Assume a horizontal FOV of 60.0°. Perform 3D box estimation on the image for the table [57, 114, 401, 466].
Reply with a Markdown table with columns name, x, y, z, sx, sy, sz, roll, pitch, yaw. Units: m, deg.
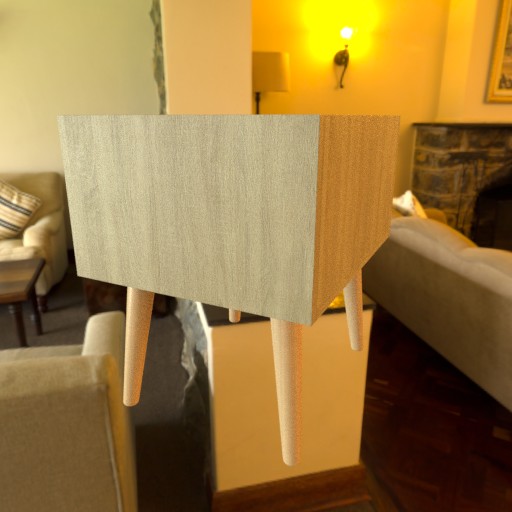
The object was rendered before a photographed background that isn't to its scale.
| name | x | y | z | sx | sy | sz | roll | pitch | yaw |
| --- | --- | --- | --- | --- | --- | --- | --- | --- | --- |
| table | 0.000 | 0.000 | 0.776 | 0.370 | 0.470 | 0.450 | 9 | 19 | 26 |
